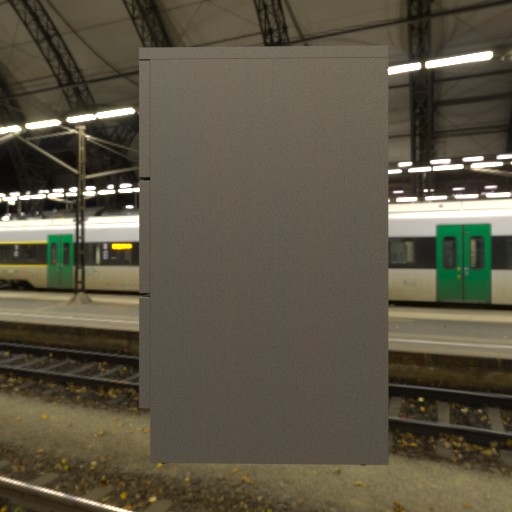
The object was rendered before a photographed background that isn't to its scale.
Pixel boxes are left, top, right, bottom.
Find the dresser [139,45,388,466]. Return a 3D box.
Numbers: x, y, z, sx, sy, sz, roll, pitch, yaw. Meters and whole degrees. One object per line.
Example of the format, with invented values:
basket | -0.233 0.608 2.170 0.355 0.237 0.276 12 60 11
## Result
dresser | 0.000 0.000 0.793 0.360 0.560 0.400 0 0 1
